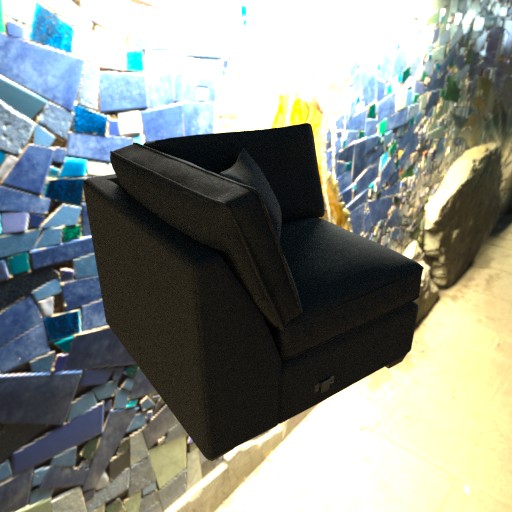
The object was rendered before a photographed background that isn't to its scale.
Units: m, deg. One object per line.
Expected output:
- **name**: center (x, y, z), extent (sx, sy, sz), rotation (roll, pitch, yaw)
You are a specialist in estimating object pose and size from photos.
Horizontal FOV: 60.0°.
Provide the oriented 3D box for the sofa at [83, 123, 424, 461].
- **sofa**: center (0.000, 0.000, 1.999), extent (1.146, 1.002, 1.084), rotation (-17, 30, -31)
